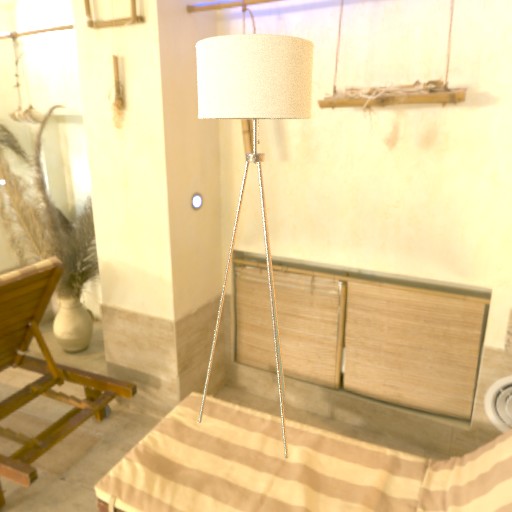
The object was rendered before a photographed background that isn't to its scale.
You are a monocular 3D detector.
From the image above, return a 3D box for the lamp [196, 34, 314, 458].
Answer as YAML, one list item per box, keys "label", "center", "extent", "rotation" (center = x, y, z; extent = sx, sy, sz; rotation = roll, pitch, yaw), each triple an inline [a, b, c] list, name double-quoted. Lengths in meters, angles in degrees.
- label: "lamp"
  center: [0.000, 0.000, 1.786]
  extent: [0.448, 1.545, 0.458]
  rotation: [8, 18, 25]
